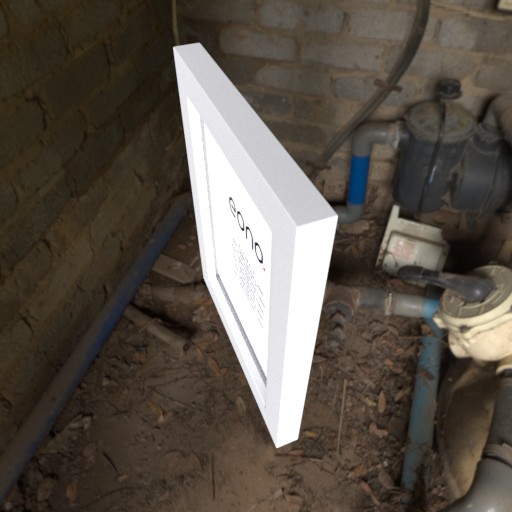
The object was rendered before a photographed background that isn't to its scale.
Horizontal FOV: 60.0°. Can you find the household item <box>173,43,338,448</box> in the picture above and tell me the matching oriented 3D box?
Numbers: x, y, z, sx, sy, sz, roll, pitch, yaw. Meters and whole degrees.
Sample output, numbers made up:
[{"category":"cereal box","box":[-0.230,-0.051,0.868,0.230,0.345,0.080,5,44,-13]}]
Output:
[{"category":"household item","box":[0.000,0.000,0.344,0.045,0.250,0.200,-17,49,-15]}]
